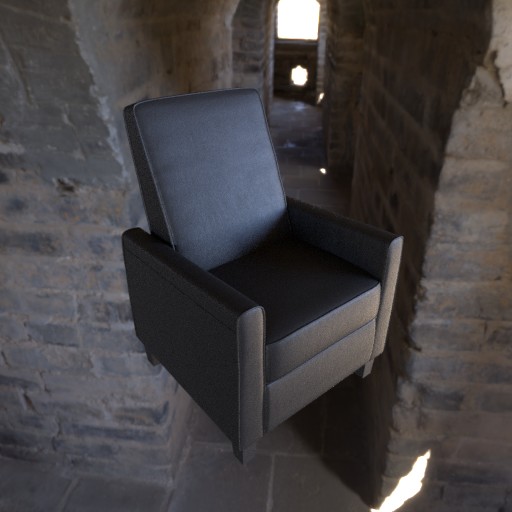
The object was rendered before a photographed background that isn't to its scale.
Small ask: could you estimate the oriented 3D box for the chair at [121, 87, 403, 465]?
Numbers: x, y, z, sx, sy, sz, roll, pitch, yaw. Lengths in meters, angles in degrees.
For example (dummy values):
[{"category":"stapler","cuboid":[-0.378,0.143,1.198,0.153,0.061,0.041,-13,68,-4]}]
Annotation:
[{"category":"chair","cuboid":[0.000,0.000,1.551,0.705,1.013,0.746,-22,36,-34]}]
